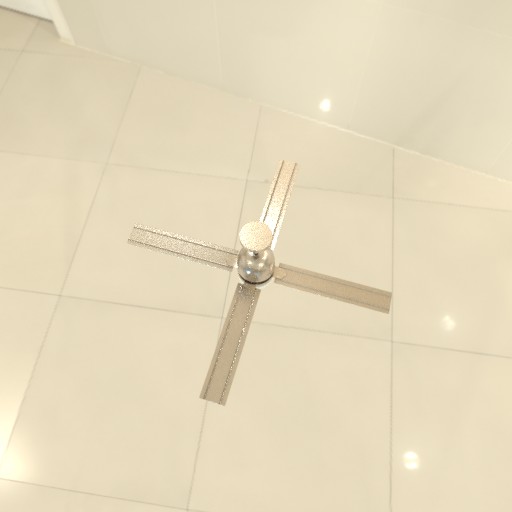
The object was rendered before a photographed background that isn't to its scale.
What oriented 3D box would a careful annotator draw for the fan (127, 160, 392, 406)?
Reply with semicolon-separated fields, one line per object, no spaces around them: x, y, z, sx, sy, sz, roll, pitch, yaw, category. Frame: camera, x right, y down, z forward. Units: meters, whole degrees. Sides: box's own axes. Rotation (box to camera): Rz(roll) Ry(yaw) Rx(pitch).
0.000;0.000;2.093;1.346;0.406;1.346;14;65;6;fan
